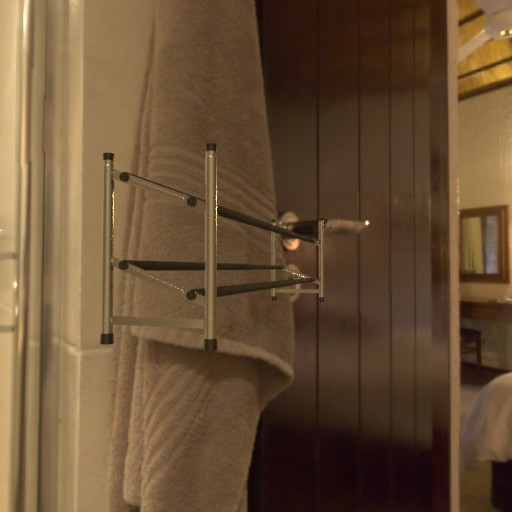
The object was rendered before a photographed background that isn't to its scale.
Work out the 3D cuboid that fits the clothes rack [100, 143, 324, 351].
[{"bbox_3d":[0.000,0.000,1.325,0.229,0.349,1.168,-1,-2,18],"label":"clothes rack"}]
